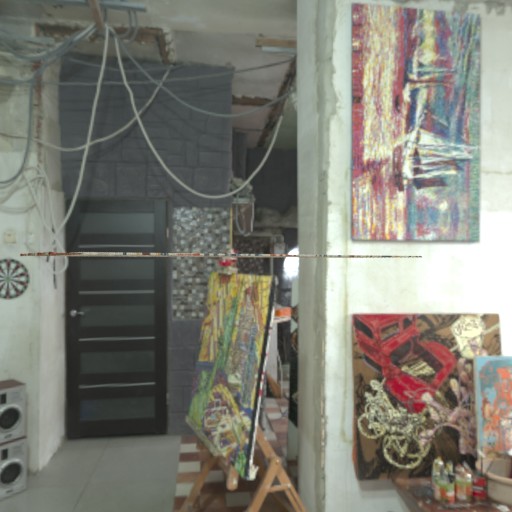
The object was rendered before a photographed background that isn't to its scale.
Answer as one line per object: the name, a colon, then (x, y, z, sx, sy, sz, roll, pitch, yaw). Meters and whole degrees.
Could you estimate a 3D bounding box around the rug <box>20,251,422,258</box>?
rug: (0.000, 0.000, 2.935, 2.682, 0.015, 0.763, 0, -1, -37)
